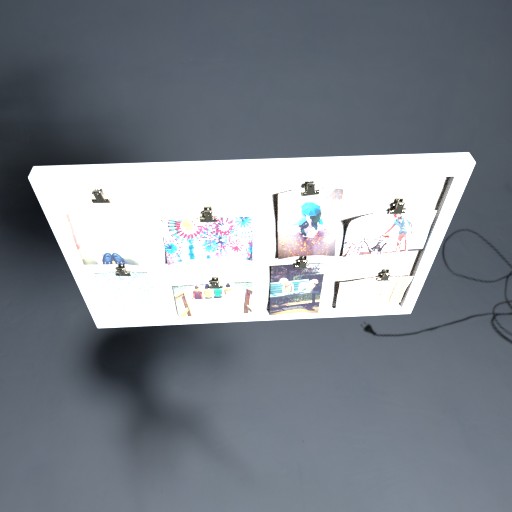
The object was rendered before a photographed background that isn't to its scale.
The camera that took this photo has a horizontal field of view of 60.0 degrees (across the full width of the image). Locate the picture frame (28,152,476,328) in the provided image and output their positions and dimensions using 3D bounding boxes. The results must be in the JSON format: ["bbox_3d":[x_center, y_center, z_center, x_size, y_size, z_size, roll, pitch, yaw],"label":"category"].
[{"bbox_3d":[0.000,0.000,0.781,0.647,0.379,0.044,-2,47,-2],"label":"picture frame"}]
